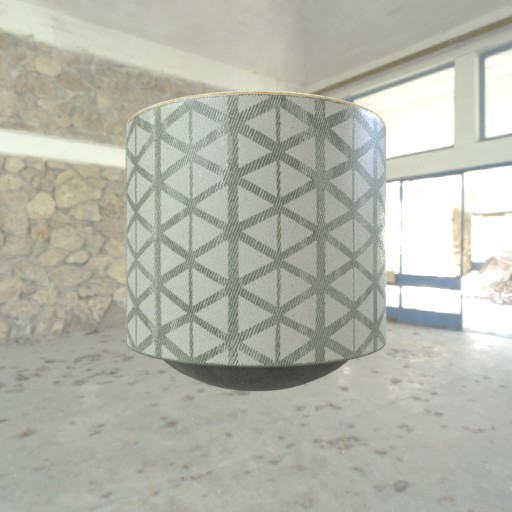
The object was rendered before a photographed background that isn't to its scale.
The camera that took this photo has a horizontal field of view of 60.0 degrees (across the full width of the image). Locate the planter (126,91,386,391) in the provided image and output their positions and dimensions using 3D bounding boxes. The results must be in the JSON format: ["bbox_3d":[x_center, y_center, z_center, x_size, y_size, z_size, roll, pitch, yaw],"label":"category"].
[{"bbox_3d":[0.000,0.000,0.443,0.250,0.239,0.250,0,0,0],"label":"planter"}]
